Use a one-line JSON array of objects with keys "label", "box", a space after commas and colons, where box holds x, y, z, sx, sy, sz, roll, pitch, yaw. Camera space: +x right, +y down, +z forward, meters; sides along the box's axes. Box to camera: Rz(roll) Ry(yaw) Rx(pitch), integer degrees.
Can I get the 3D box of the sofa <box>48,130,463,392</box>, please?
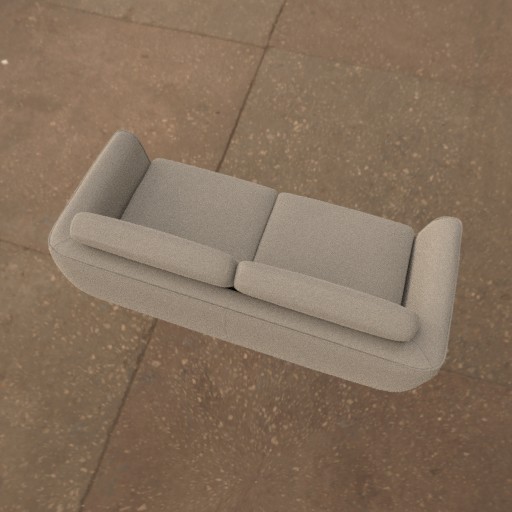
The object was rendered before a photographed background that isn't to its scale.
[{"label": "sofa", "box": [0.000, 0.000, 2.407, 2.000, 0.850, 0.920, 17, 64, 8]}]
